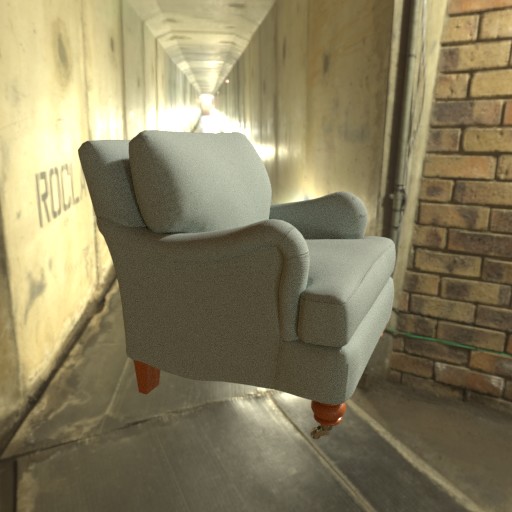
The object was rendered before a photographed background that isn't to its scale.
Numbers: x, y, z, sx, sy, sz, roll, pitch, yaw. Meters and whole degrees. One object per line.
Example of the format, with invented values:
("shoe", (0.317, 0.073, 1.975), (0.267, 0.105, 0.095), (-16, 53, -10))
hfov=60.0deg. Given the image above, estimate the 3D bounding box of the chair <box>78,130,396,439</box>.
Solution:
("chair", (0.000, 0.000, 1.906), (1.070, 1.038, 0.955), (7, 17, 25))
